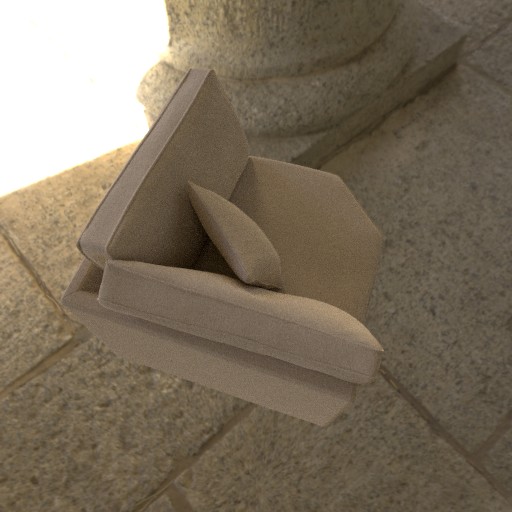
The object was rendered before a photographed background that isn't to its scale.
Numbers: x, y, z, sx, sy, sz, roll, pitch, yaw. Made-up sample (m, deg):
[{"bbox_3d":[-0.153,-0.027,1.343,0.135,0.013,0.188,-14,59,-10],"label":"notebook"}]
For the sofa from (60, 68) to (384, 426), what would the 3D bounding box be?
[{"bbox_3d":[0.000,0.000,1.880,1.050,0.937,1.042,17,64,9],"label":"sofa"}]
